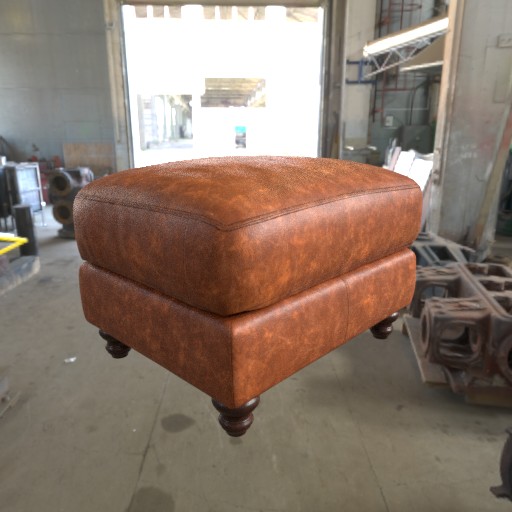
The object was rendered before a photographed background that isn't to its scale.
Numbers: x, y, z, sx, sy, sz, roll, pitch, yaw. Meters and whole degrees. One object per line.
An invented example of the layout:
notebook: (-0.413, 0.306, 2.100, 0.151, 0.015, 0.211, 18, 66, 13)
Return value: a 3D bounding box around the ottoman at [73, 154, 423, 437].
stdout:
ottoman: (0.000, 0.000, 1.274, 0.657, 0.562, 0.832, 15, 21, 41)
